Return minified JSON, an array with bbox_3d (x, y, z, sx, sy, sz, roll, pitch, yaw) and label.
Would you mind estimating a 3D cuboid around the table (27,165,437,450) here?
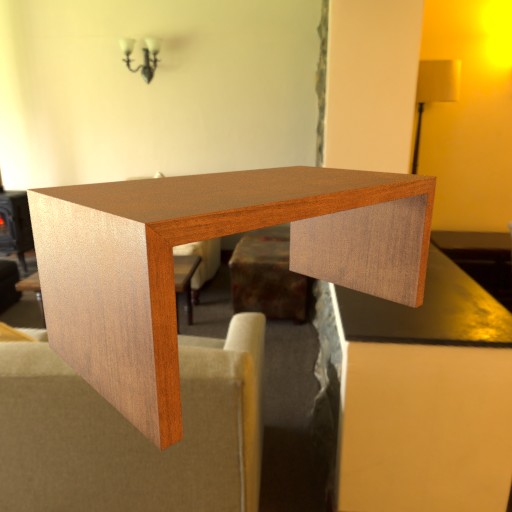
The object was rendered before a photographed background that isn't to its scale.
[{"bbox_3d":[0.000,0.000,1.263,1.000,0.419,0.549,-15,22,-42],"label":"table"}]
